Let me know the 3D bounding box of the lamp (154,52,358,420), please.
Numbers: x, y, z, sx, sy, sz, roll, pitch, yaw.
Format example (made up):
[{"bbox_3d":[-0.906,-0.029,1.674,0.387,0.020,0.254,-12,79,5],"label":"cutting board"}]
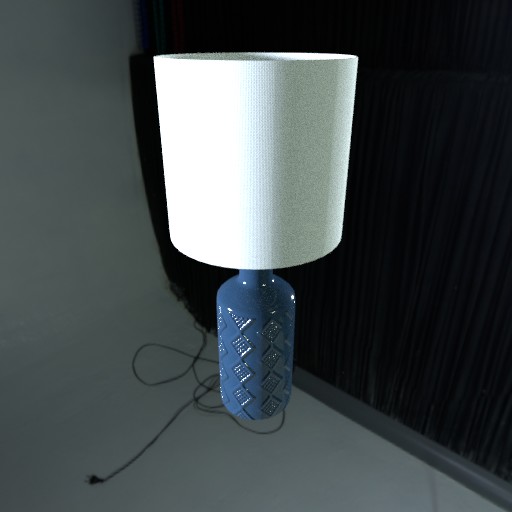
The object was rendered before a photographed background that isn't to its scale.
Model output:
[{"bbox_3d":[0.000,0.000,0.560,0.207,0.461,0.207,18,31,32],"label":"lamp"}]
